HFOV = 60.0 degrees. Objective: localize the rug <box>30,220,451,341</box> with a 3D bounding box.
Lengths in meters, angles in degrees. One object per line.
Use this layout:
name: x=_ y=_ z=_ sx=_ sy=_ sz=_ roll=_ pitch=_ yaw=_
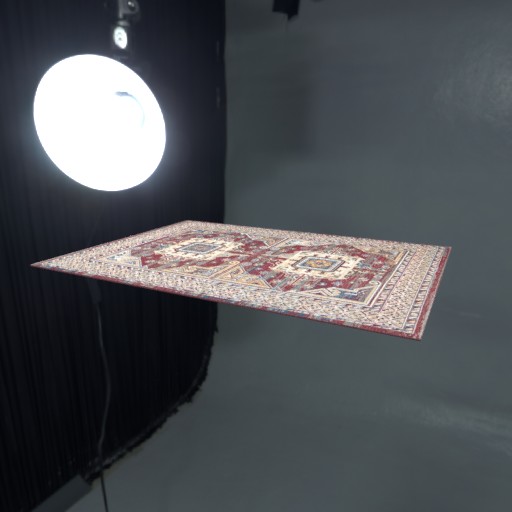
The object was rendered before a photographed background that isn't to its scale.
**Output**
rug: x=0.000 y=0.000 z=2.849 sx=2.210 sy=0.011 sz=1.599 roll=8 pitch=17 yaw=26
